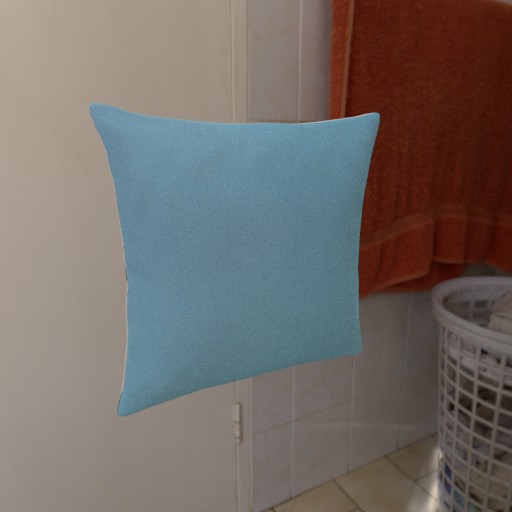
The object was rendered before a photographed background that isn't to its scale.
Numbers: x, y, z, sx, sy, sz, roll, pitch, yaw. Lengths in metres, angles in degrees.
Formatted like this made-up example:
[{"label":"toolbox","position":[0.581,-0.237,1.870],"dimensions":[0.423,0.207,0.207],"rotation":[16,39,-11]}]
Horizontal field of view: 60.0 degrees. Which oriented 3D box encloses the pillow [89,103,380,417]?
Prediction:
[{"label":"pillow","position":[0.000,0.000,0.800],"dimensions":[0.526,0.507,0.166],"rotation":[-7,17,-26]}]
